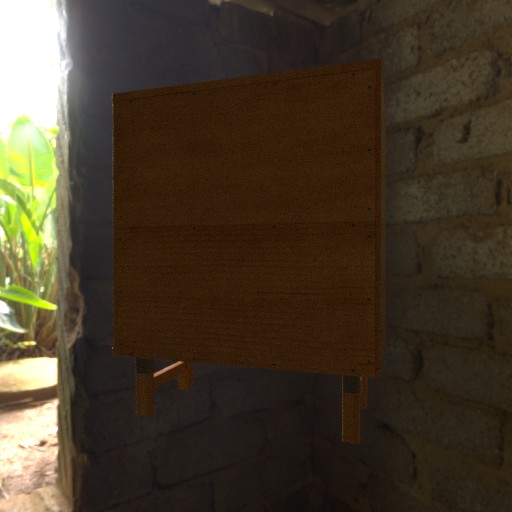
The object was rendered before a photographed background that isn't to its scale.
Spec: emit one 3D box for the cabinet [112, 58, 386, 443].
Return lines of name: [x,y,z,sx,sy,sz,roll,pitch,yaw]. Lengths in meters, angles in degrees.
cabinet: [0.000,0.000,1.439,0.800,1.001,0.419,0,0,18]
